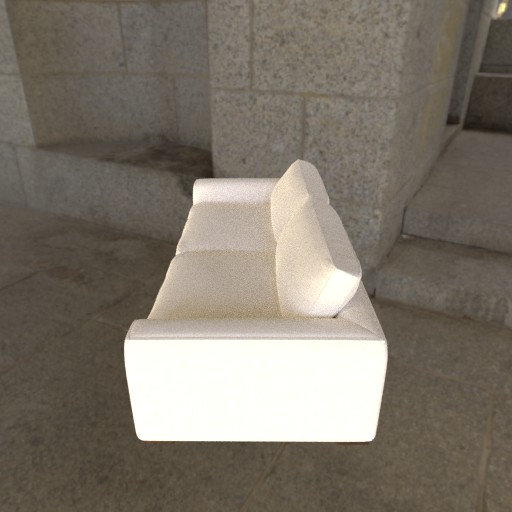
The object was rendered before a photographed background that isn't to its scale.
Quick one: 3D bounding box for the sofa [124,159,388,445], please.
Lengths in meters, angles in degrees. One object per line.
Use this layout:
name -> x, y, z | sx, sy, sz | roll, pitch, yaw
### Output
sofa -> 0.000, 0.000, 2.774 | 1.070, 0.801, 2.262 | 0, 26, 0
